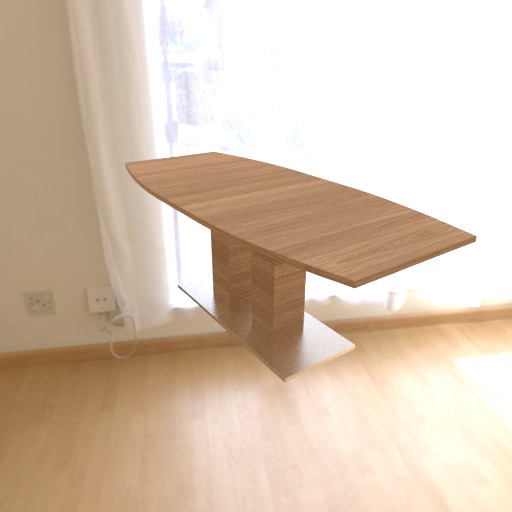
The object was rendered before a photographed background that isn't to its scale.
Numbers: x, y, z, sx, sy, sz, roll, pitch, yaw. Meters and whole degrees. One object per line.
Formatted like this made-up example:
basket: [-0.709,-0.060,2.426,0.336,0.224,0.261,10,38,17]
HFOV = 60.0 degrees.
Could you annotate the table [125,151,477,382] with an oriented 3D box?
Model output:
table: [0.000,0.000,2.450,0.900,0.750,2.032,-16,29,-31]
